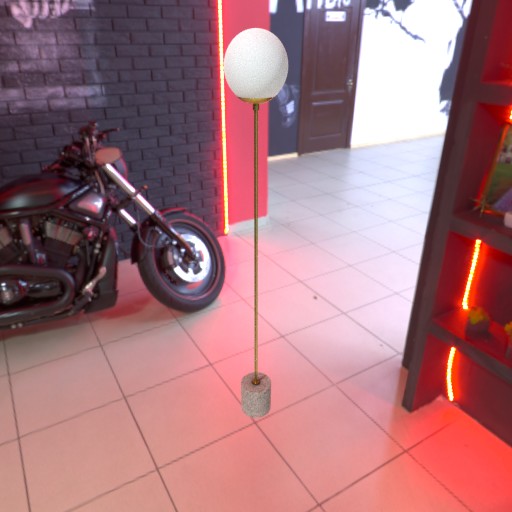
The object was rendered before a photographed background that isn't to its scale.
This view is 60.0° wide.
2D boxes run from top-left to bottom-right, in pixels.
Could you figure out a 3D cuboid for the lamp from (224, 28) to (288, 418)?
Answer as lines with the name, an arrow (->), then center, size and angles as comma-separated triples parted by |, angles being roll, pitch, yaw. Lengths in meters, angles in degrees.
lamp -> 0.000, 0.000, 1.912 | 0.229, 1.748, 0.229 | 1, 27, 1
